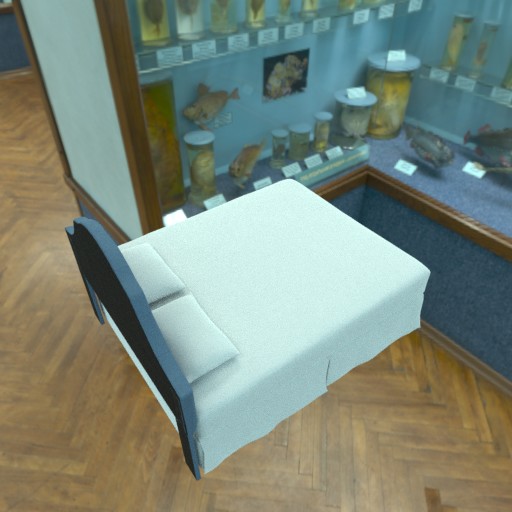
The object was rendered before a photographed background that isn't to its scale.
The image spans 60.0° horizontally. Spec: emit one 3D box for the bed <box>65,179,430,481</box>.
[{"bbox_3d":[0.000,0.000,3.774,2.477,1.617,2.039,-26,47,-27],"label":"bed"}]
